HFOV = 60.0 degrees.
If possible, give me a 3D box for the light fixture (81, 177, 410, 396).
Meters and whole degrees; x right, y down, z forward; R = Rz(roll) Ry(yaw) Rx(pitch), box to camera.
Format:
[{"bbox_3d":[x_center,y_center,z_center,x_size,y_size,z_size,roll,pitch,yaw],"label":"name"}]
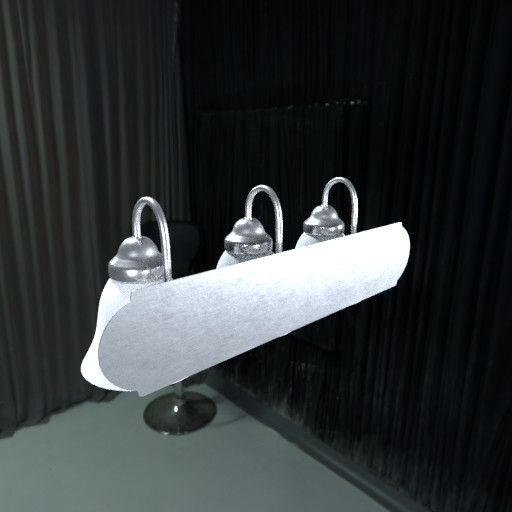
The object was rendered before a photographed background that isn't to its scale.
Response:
[{"bbox_3d":[0.000,0.000,0.692,0.610,0.222,0.199,-14,20,-42],"label":"light fixture"}]
